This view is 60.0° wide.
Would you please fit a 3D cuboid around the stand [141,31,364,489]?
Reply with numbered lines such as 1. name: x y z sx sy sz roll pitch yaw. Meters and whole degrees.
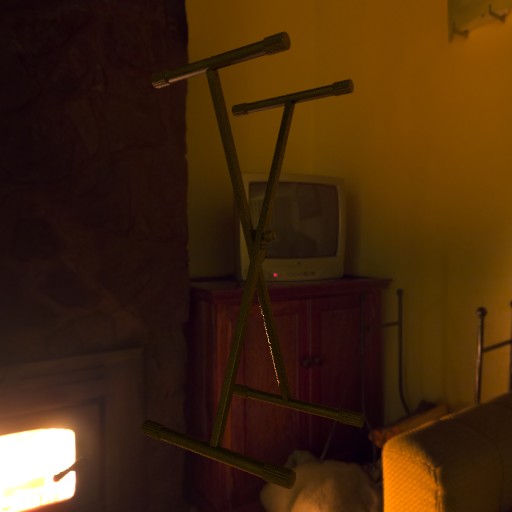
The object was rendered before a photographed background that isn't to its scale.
1. stand: 0.000 0.000 1.179 0.449 0.940 0.409 1 2 36
